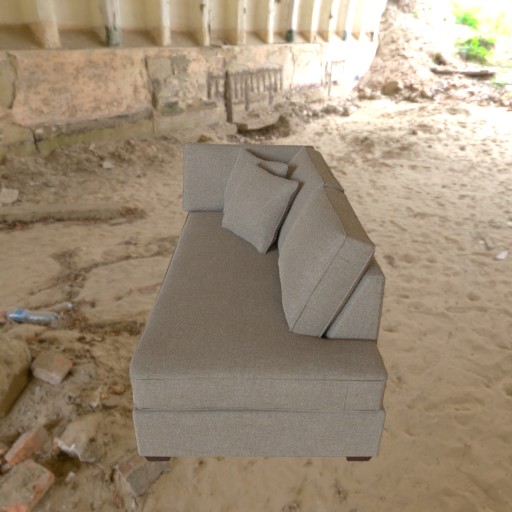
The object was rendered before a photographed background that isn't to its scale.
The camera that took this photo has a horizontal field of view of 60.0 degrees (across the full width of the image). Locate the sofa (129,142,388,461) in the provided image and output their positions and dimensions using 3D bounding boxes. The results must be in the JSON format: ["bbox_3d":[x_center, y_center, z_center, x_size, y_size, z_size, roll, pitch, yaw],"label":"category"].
[{"bbox_3d":[0.000,0.000,2.728,1.110,1.019,2.238,0,26,0],"label":"sofa"}]
